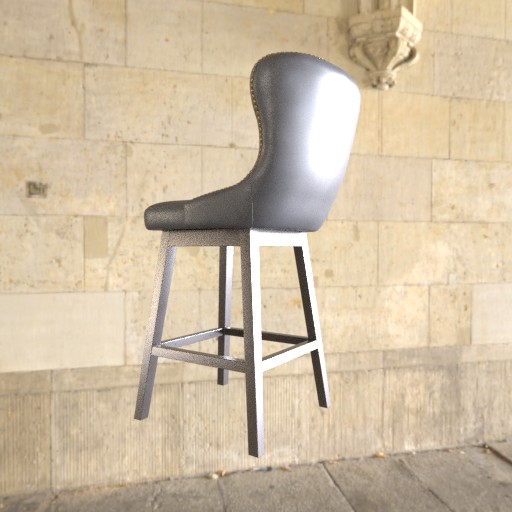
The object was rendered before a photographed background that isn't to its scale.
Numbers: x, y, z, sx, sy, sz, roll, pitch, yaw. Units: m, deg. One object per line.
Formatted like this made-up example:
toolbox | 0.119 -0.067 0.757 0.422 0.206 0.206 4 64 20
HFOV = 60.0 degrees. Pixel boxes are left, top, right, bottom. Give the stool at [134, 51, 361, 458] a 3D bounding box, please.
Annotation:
stool | 0.000 0.000 1.326 0.593 0.971 0.528 1 1 34
